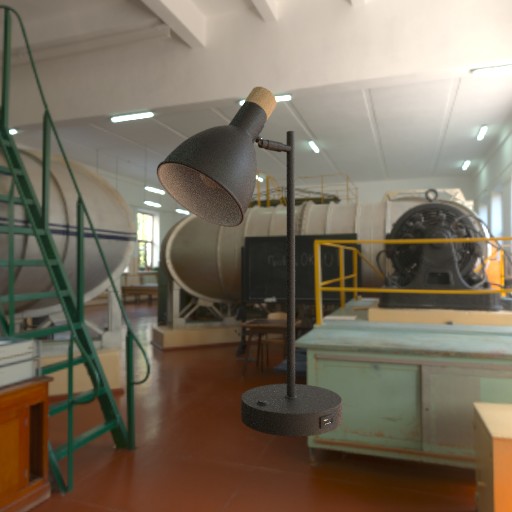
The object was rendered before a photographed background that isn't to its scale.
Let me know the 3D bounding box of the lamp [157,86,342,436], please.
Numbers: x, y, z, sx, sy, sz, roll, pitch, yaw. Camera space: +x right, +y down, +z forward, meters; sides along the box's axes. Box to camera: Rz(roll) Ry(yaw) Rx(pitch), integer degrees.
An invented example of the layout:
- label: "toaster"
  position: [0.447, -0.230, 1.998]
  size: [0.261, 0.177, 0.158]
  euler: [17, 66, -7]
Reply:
- label: "lamp"
  position: [0.000, 0.000, 0.630]
  size: [0.287, 0.483, 0.152]
  euler: [1, -1, -36]
